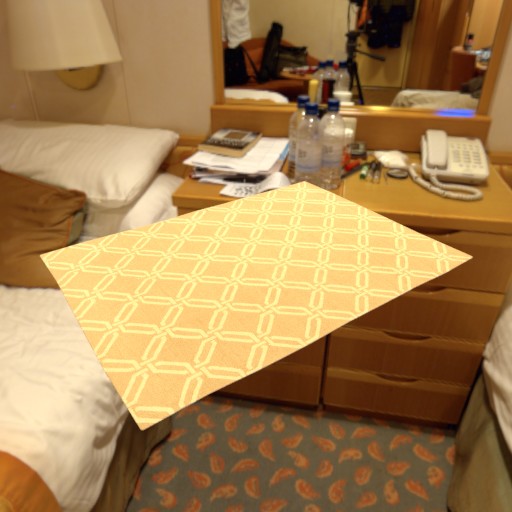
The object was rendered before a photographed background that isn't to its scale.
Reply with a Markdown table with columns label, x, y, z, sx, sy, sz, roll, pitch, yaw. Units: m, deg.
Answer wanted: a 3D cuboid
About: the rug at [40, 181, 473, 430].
| label | x | y | z | sx | sy | sz | roll | pitch | yaw |
| --- | --- | --- | --- | --- | --- | --- | --- | --- | --- |
| rug | 0.000 | 0.000 | 4.213 | 3.365 | 0.020 | 2.452 | -20 | 36 | -30 |
